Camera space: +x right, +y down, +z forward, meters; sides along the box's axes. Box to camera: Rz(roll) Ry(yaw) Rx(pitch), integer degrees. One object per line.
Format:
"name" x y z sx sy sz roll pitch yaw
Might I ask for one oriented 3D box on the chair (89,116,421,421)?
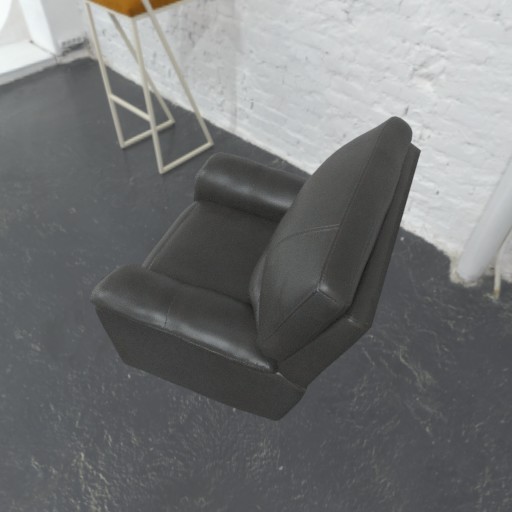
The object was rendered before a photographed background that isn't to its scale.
"chair" 0.000 0.000 1.954 1.087 1.109 1.096 17 48 15
